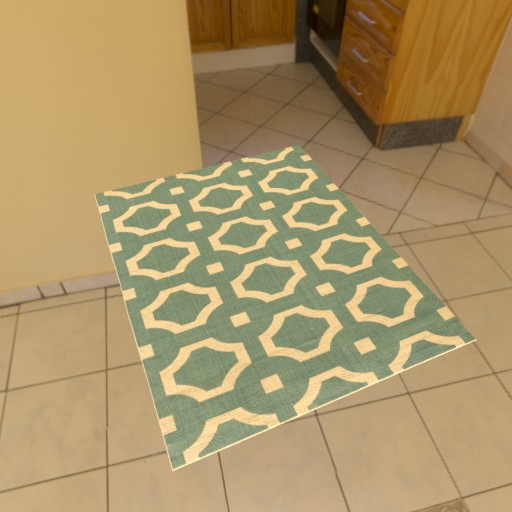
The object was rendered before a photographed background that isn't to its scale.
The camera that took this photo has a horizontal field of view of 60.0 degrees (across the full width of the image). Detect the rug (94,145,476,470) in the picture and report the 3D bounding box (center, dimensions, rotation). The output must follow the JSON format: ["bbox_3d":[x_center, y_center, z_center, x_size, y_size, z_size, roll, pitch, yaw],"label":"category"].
[{"bbox_3d":[0.000,0.000,4.113,2.466,0.021,3.049,-17,48,-16],"label":"rug"}]
